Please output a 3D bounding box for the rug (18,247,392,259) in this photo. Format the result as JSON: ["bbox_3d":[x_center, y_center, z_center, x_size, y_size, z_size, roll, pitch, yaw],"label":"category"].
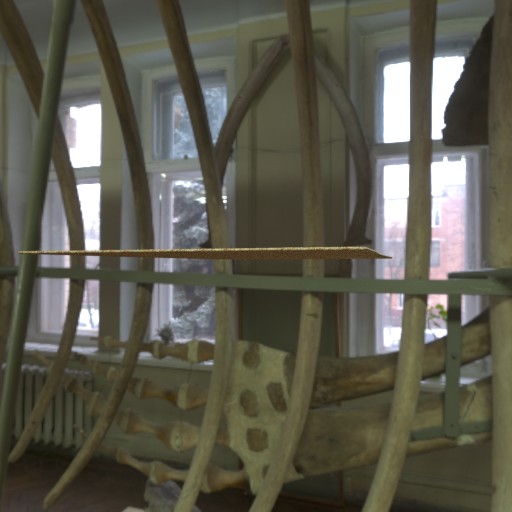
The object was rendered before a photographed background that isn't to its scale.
[{"bbox_3d":[0.000,0.000,2.748,1.566,0.013,2.141,0,-1,19],"label":"rug"}]
